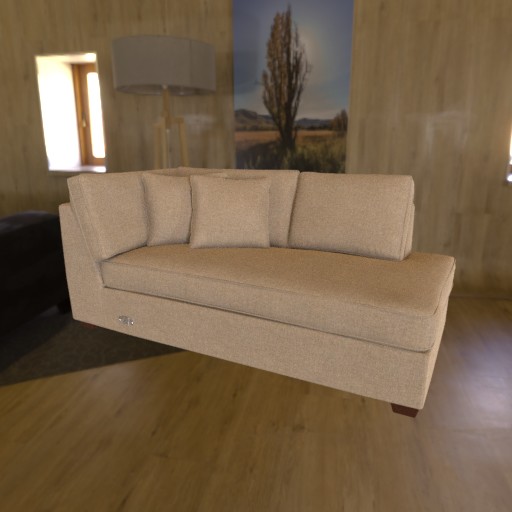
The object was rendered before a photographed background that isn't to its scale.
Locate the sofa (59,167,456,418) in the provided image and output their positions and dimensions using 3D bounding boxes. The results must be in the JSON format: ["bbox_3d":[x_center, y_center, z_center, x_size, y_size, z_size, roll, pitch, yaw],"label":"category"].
[{"bbox_3d":[0.000,0.000,2.762,2.238,1.019,1.110,8,17,26],"label":"sofa"}]
